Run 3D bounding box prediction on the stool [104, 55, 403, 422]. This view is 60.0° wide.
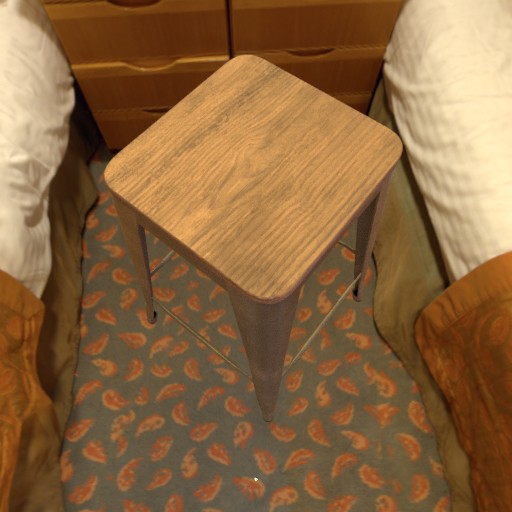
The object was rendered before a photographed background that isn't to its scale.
[{"bbox_3d":[0.000,0.000,0.887,0.407,0.607,0.407,36,69,16],"label":"stool"}]
